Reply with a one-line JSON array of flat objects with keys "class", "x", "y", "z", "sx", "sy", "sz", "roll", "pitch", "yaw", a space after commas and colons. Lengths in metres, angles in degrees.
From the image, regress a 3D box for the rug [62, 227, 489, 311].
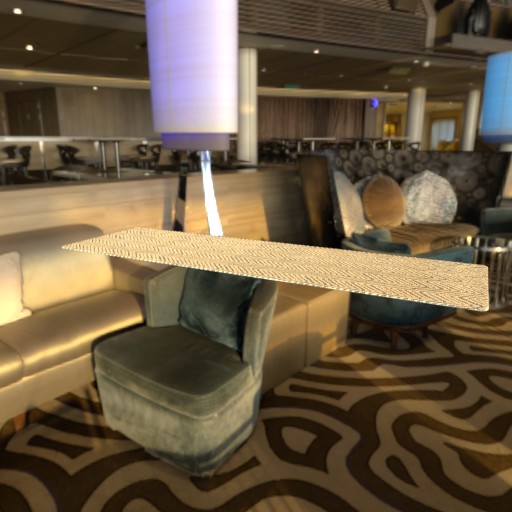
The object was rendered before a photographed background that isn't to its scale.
[{"class": "rug", "x": 0.000, "y": 0.000, "z": 2.448, "sx": 2.286, "sy": 0.008, "sz": 0.686, "roll": 7, "pitch": 16, "yaw": 26}]
